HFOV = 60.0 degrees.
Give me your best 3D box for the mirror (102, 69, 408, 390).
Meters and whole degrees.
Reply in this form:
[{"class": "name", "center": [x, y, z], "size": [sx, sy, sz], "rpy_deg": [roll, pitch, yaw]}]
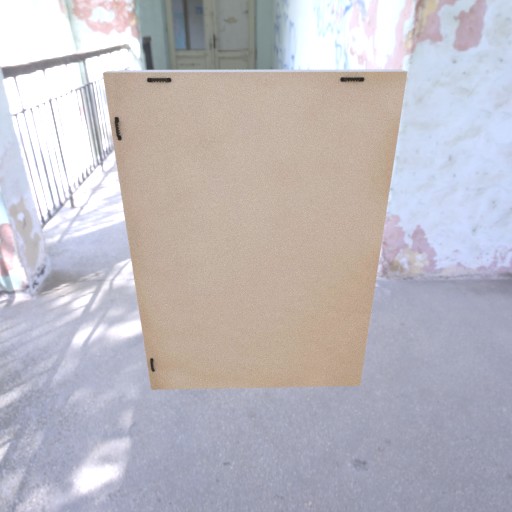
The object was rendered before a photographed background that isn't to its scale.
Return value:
[{"class": "mirror", "center": [0.000, 0.000, 0.917], "size": [0.507, 0.710, 0.039], "rpy_deg": [-1, 28, -1]}]
